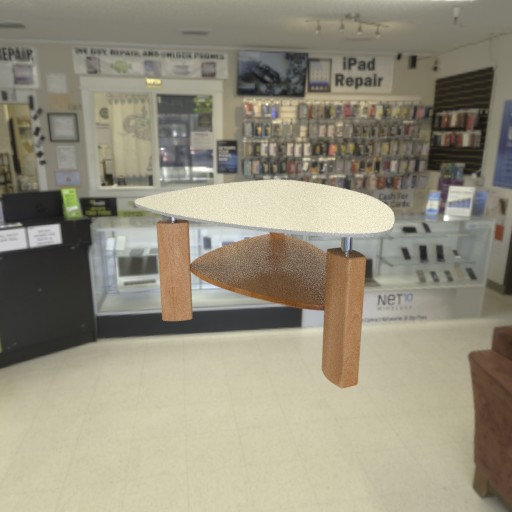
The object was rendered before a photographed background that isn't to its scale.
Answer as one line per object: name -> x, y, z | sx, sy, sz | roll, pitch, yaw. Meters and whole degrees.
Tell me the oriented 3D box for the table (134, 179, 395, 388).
table -> 0.000, 0.000, 1.663 | 0.850, 0.440, 1.250 | -2, 16, -7
